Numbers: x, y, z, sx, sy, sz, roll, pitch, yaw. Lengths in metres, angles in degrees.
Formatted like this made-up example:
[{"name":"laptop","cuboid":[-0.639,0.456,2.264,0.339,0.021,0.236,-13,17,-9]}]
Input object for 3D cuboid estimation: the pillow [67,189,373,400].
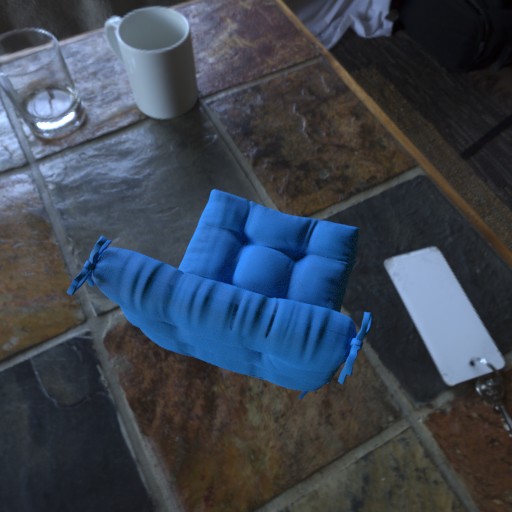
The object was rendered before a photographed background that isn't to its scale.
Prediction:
[{"name":"pillow","cuboid":[0.000,0.000,1.053,0.519,0.605,0.571,16,64,8]}]
